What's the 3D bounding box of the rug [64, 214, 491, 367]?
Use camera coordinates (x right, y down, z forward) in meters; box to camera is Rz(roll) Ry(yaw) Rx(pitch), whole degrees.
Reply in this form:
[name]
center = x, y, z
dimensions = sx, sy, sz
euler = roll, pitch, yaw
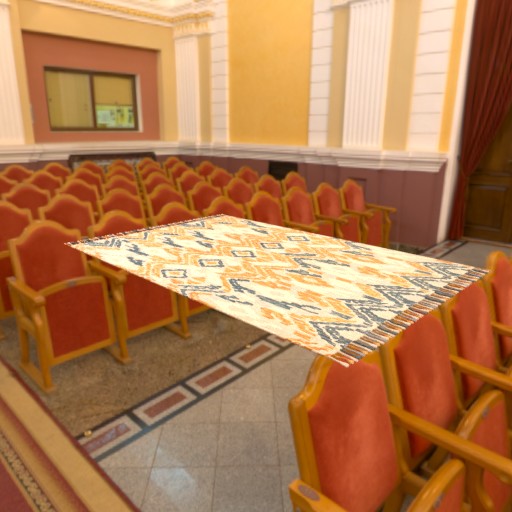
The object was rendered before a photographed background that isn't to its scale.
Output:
[rug]
center = 0.000, 0.000, 2.924
dimensions = 2.428, 0.010, 1.533
euler = 16, 23, 42
